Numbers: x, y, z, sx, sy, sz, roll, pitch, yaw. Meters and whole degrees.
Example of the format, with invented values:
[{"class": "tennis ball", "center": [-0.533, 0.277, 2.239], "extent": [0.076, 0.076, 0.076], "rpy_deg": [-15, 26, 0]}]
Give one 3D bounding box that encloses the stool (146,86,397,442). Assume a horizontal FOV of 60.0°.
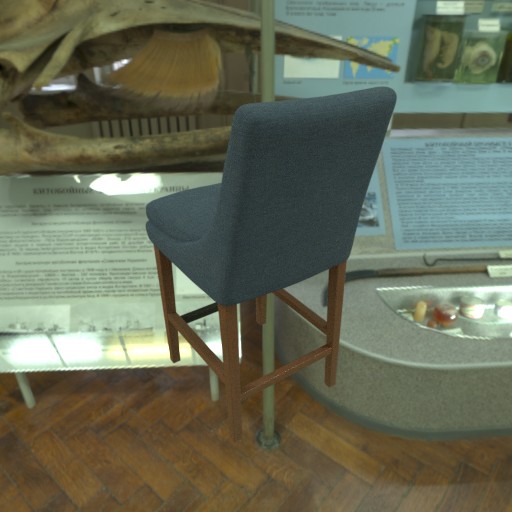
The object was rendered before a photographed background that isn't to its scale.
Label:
[{"class": "stool", "center": [0.000, 0.000, 1.319], "extent": [0.470, 0.981, 0.577], "rpy_deg": [-19, 35, -30]}]
